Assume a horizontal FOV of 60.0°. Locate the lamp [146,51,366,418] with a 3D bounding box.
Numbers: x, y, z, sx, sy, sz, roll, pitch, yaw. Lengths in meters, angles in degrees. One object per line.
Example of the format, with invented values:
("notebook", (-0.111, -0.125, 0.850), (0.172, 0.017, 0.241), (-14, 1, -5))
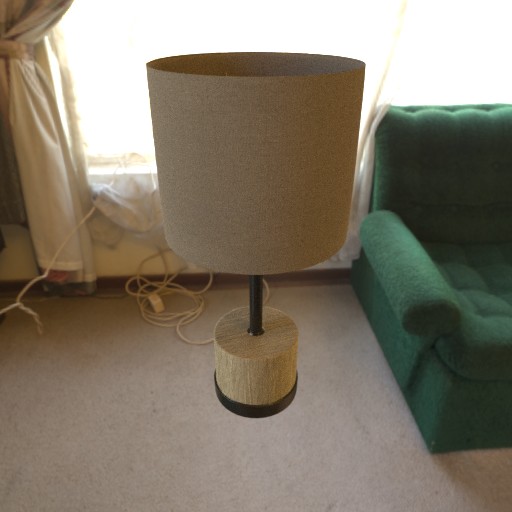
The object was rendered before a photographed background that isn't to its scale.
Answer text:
("lamp", (0.000, 0.000, 0.582), (0.229, 0.470, 0.229), (-10, 31, -18))
